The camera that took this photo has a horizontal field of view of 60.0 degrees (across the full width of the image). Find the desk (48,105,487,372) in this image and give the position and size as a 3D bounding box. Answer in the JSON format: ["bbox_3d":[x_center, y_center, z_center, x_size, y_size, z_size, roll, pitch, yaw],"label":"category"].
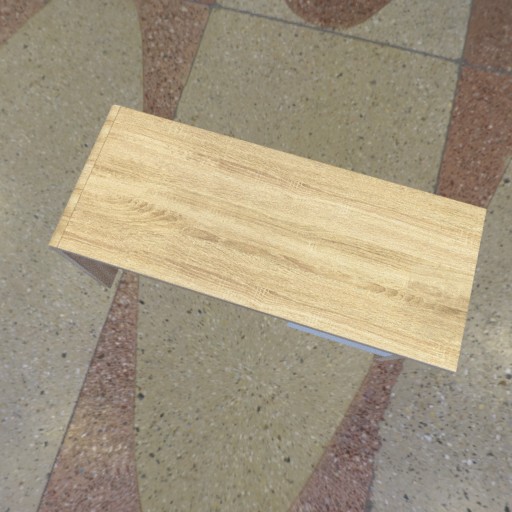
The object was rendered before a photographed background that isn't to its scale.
[{"bbox_3d":[0.000,0.000,1.683,1.300,0.750,0.500,17,75,5],"label":"desk"}]
